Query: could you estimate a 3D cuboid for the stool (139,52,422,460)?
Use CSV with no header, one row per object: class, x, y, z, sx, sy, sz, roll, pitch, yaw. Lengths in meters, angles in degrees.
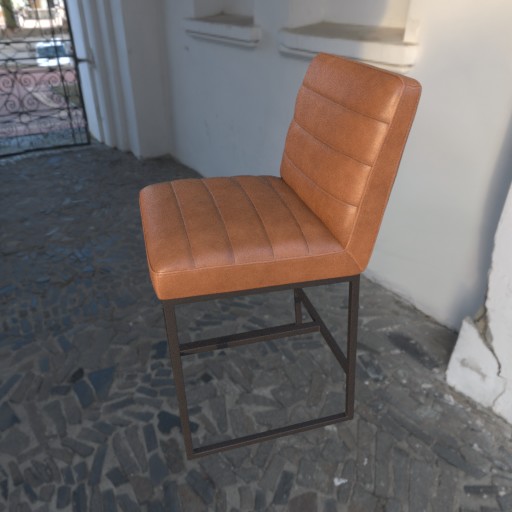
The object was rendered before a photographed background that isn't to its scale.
stool,0.000,0.000,1.178,0.556,0.940,0.458,-8,32,-13
